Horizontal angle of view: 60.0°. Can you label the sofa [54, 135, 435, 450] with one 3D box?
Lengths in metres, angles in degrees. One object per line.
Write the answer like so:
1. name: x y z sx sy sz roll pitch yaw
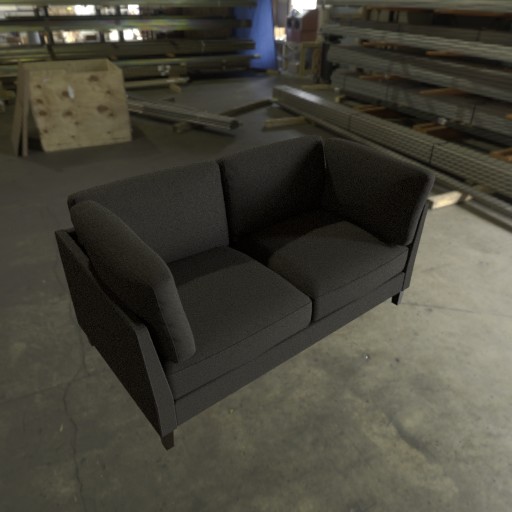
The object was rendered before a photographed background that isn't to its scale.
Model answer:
1. sofa: 0.000 0.000 2.364 1.751 0.920 0.969 -22 37 -33
